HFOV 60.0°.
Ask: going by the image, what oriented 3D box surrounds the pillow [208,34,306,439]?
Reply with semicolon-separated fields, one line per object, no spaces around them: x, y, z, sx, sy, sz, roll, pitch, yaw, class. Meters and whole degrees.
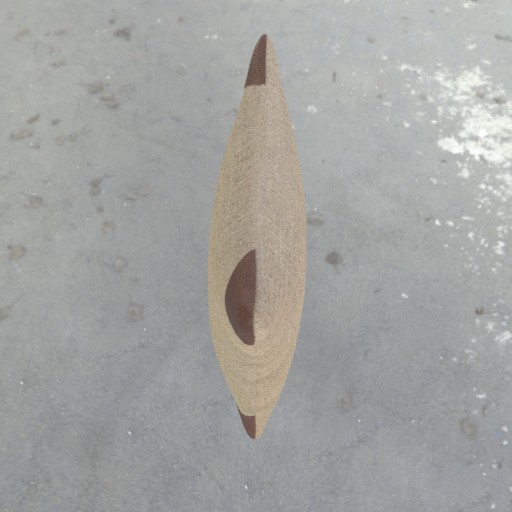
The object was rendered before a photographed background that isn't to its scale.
0.000;0.000;0.669;0.147;0.448;0.437;1;57;1;pillow
